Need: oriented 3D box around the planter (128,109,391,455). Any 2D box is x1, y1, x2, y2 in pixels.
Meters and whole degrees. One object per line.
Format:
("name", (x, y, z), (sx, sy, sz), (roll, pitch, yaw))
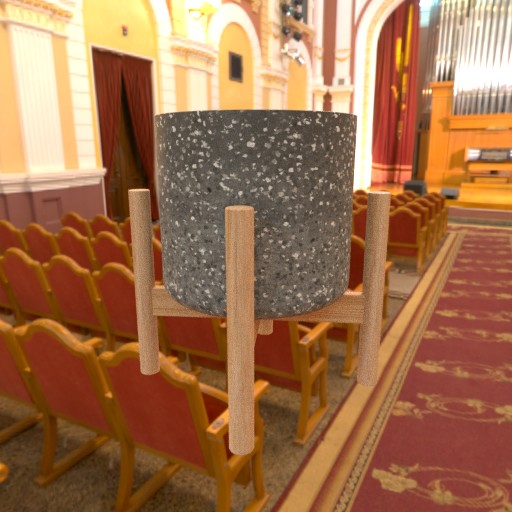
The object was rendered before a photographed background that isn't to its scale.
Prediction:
("planter", (0.000, 0.000, 0.535), (0.284, 0.320, 0.284), (7, 16, 27))
